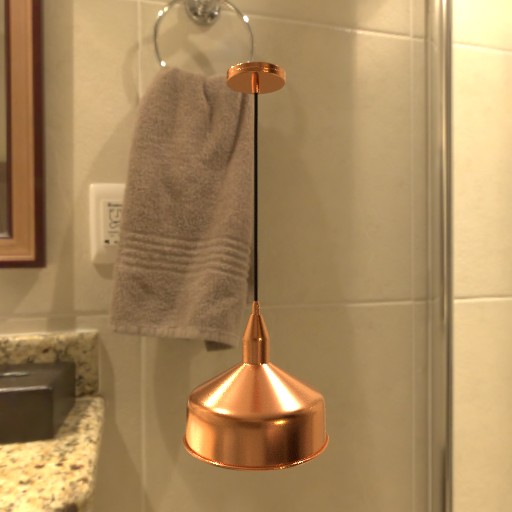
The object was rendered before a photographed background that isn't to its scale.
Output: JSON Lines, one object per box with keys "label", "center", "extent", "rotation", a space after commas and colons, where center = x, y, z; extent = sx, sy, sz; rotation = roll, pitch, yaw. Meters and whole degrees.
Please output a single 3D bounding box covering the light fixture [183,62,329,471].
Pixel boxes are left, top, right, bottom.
{"label": "light fixture", "center": [0.000, 0.000, 0.922], "extent": [0.301, 0.754, 0.301], "rotation": [0, 0, 37]}
